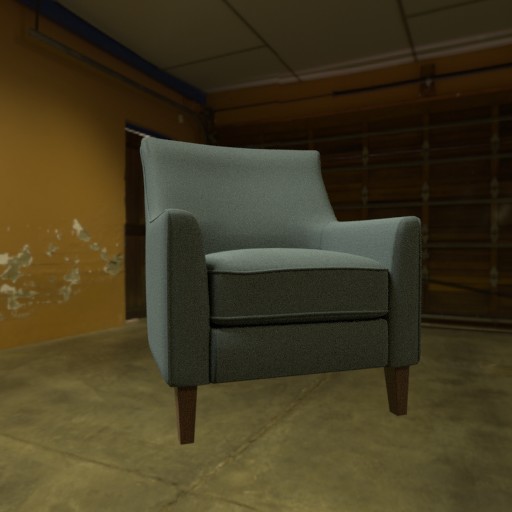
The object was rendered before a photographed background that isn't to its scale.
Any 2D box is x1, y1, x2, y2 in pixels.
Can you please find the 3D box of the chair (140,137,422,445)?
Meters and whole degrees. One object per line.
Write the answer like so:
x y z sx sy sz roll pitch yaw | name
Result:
0.000 0.000 1.560 0.756 0.916 0.879 0 0 -18 | chair
